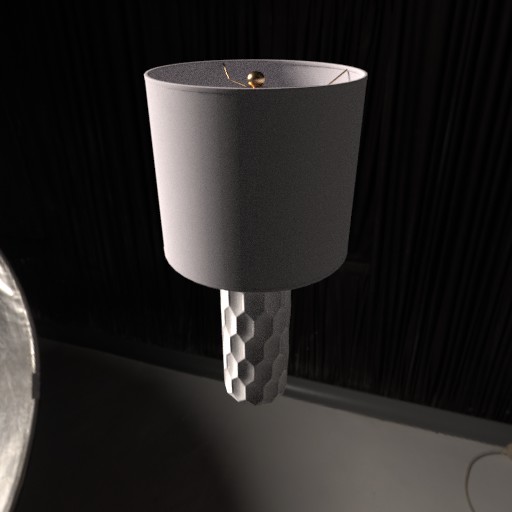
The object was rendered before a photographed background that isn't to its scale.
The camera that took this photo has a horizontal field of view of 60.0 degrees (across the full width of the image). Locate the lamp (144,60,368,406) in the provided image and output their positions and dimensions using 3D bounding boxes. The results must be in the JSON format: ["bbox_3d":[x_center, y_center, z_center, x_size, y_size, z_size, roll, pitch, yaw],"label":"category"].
[{"bbox_3d":[0.000,0.000,0.692,0.277,0.537,0.277,8,30,15],"label":"lamp"}]
